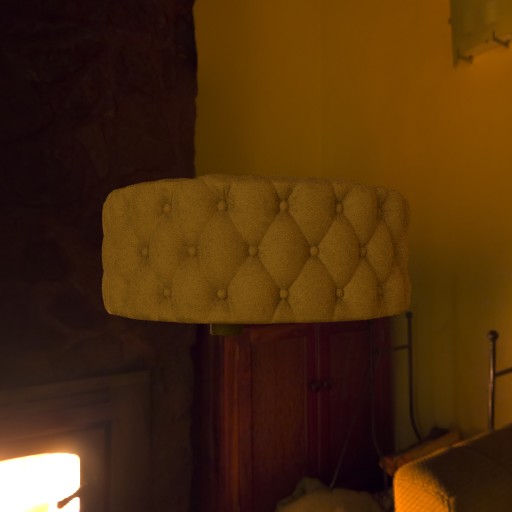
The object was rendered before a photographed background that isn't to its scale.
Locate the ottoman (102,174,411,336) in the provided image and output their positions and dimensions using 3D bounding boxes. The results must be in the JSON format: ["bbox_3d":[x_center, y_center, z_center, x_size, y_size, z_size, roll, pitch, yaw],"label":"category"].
[{"bbox_3d":[0.000,0.000,1.505,0.998,0.399,0.998,0,-1,0],"label":"ottoman"}]
